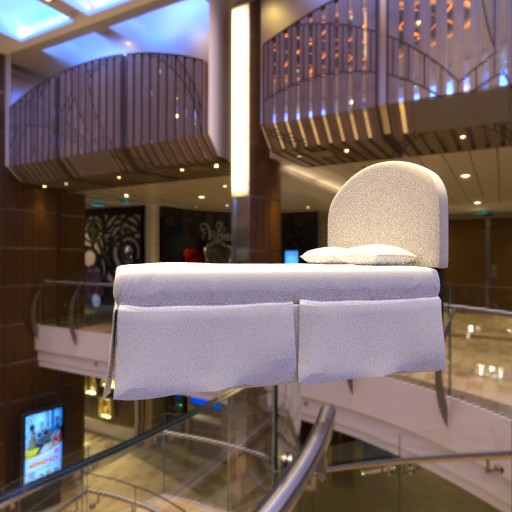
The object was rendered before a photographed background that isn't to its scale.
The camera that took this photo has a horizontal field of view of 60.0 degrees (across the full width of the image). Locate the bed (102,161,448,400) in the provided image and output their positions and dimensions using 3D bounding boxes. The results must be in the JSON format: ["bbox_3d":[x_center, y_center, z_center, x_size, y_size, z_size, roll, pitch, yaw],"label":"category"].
[{"bbox_3d":[0.000,0.000,3.142,2.005,1.410,1.607,0,0,-17],"label":"bed"}]
